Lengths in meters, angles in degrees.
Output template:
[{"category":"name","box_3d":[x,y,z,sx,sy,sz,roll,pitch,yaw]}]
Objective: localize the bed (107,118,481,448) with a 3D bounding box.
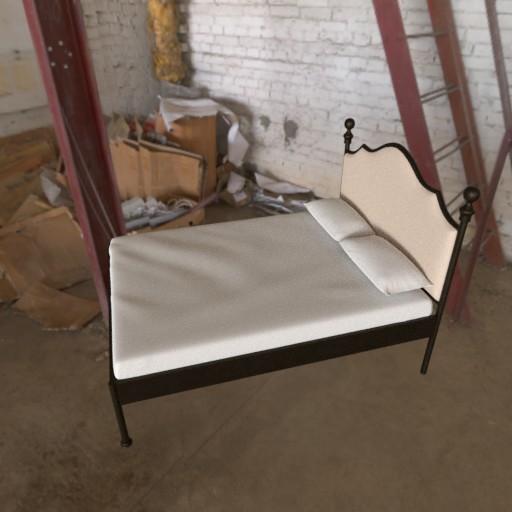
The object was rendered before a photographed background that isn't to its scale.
[{"category":"bed","box_3d":[0.000,0.000,3.291,2.224,1.499,1.642,-9,33,-14]}]
